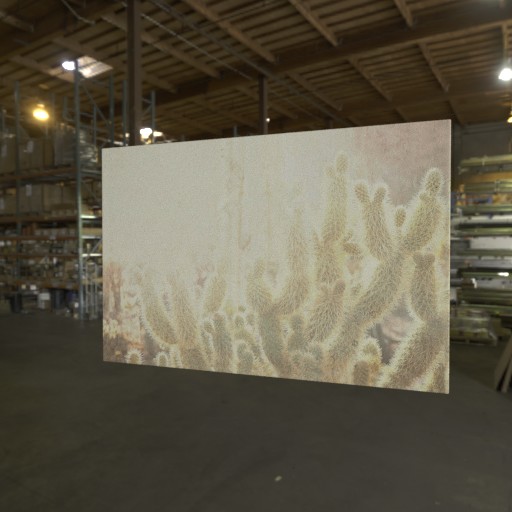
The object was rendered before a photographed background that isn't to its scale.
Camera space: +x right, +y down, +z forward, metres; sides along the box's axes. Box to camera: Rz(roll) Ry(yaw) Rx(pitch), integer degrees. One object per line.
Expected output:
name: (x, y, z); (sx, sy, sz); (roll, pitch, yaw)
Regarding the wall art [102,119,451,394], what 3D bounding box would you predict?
wall art: (0.000, 0.000, 1.143); (0.916, 0.608, 0.040); (0, 1, 18)
